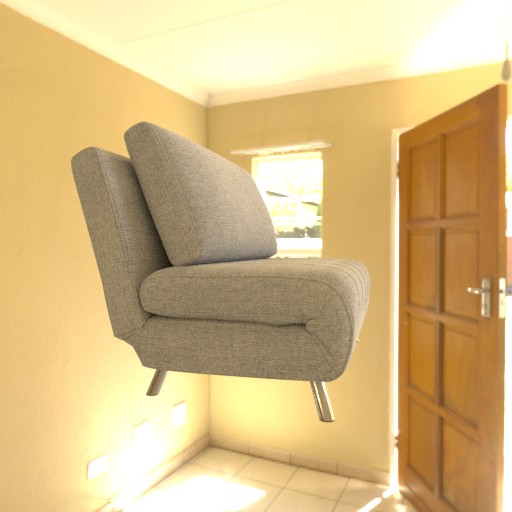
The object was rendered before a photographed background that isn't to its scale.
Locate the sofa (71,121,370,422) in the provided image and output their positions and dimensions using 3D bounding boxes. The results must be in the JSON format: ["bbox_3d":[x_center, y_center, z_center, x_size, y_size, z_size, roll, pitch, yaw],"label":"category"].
[{"bbox_3d":[0.000,0.000,1.891,0.910,0.910,1.220,0,1,17],"label":"sofa"}]
